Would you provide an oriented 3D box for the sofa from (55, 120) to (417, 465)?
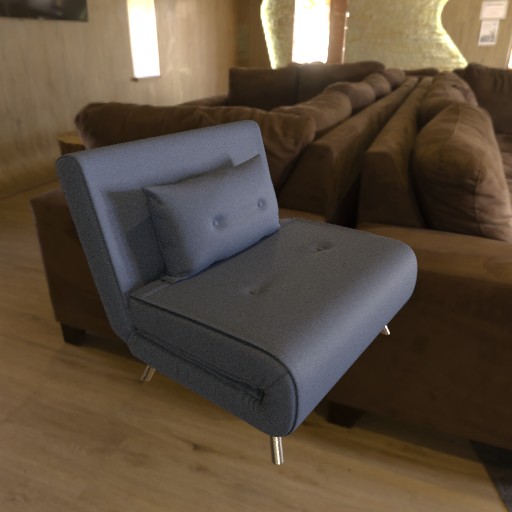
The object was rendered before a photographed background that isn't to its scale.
[{"bbox_3d":[0.000,0.000,1.744,0.996,0.860,0.999,18,31,33],"label":"sofa"}]
